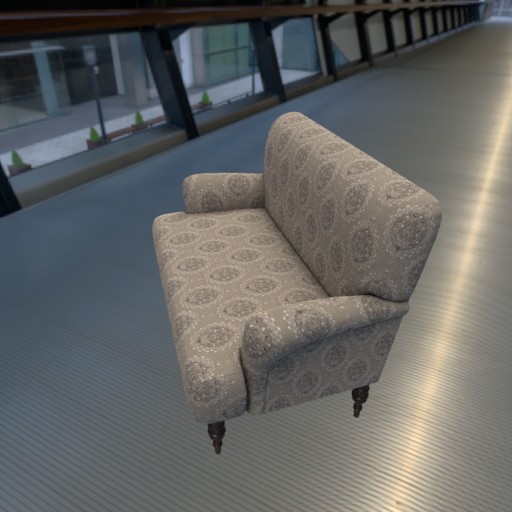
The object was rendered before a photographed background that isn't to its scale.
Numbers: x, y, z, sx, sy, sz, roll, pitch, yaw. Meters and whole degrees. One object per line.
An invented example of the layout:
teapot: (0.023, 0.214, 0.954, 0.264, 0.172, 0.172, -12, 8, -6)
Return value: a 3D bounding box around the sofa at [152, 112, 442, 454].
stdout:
sofa: (0.000, 0.000, 1.848, 0.779, 0.889, 1.297, -9, 32, -14)
